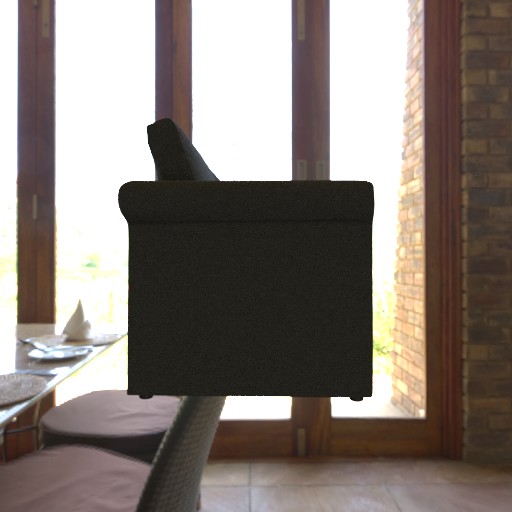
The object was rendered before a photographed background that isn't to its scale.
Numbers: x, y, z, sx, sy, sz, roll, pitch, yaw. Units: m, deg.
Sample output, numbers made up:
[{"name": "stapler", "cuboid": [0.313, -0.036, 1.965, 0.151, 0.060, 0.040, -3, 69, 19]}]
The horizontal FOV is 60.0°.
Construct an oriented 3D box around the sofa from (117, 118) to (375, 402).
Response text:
[{"name": "sofa", "cuboid": [0.000, 0.000, 1.980, 0.741, 0.872, 1.460, 0, -1, 2]}]
